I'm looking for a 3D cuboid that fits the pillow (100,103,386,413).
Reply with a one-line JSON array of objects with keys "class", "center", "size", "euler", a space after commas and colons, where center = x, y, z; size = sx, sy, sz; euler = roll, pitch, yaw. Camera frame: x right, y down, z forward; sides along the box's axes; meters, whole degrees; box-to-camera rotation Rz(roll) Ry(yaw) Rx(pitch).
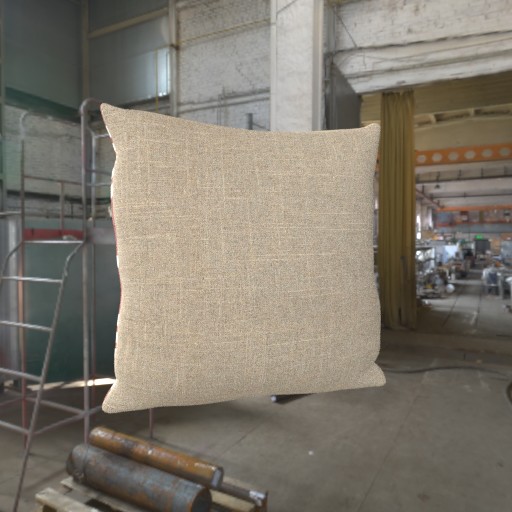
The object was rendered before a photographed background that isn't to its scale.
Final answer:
[{"class": "pillow", "center": [0.000, 0.000, 0.664], "size": [0.439, 0.427, 0.182], "euler": [0, 2, -17]}]
